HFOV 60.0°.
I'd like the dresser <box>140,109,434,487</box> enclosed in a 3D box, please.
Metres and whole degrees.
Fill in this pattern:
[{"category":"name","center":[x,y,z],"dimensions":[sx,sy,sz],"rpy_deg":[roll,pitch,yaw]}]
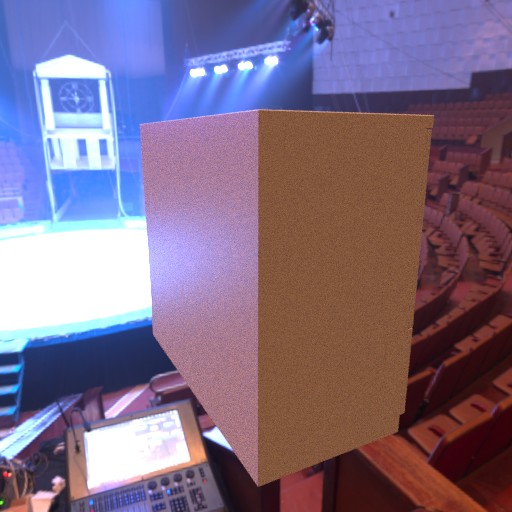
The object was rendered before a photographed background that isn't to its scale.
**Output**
[{"category":"dresser","center":[0.000,0.000,1.268],"dimensions":[0.420,0.740,0.830],"rpy_deg":[-8,16,-26]}]
